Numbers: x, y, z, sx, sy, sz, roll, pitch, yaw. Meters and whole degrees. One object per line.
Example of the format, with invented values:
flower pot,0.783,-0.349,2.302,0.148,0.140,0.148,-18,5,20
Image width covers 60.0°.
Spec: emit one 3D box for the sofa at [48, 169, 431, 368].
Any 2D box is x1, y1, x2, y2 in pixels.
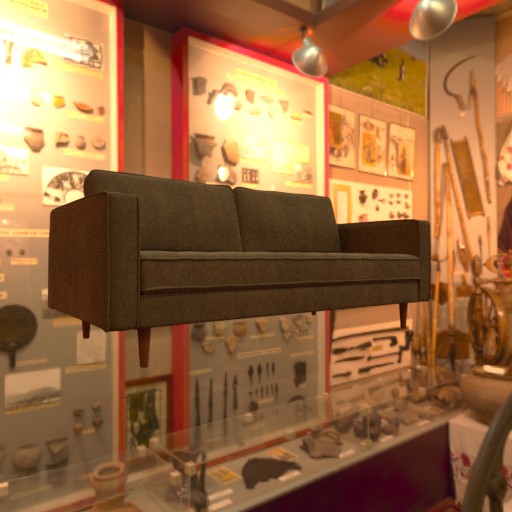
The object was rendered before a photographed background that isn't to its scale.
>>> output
sofa,0.000,0.000,2.387,1.920,0.825,0.924,0,-1,-37
